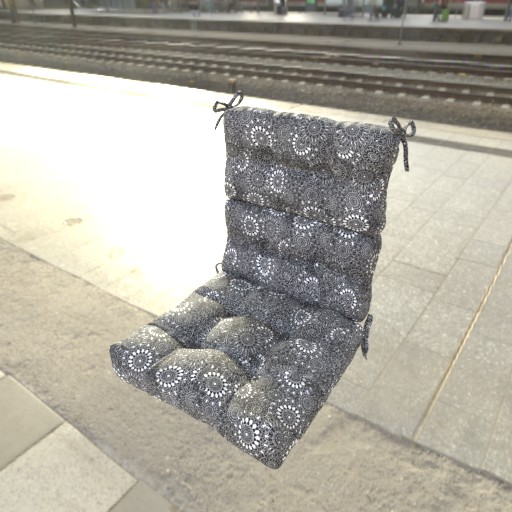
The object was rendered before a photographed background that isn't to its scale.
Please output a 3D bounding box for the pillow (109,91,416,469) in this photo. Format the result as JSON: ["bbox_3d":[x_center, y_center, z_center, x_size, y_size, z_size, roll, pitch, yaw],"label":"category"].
[{"bbox_3d":[0.000,0.000,1.020,0.519,0.605,0.571,19,35,29],"label":"pillow"}]
